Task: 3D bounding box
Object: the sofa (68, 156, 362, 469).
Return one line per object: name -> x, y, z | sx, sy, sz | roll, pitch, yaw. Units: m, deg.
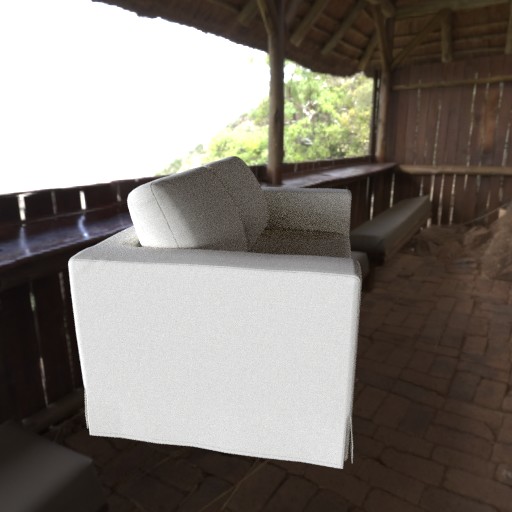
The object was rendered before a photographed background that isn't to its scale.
sofa -> 0.000, 0.000, 2.319 | 1.009, 0.932, 1.813 | 3, 17, 10
